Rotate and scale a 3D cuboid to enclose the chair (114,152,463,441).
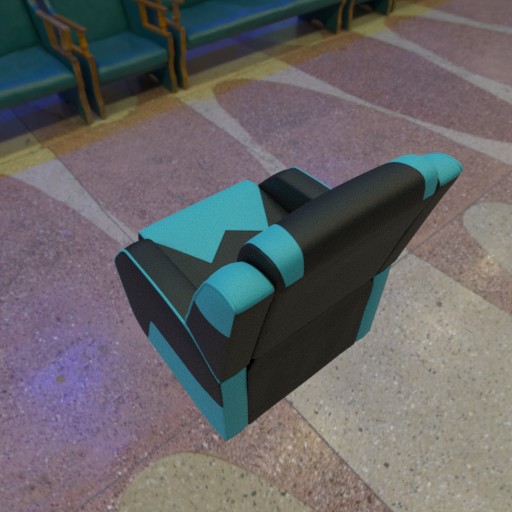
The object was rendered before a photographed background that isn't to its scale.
[{"bbox_3d":[0.000,0.000,1.251,0.620,0.805,0.672,-30,54,-25],"label":"chair"}]
